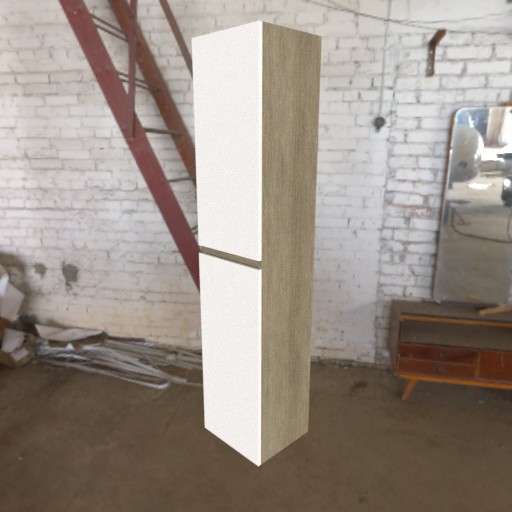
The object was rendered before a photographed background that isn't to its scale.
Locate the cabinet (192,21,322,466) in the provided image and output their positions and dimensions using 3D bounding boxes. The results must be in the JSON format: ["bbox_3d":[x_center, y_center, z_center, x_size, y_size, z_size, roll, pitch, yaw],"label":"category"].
[{"bbox_3d":[0.000,0.000,1.550,0.270,1.400,0.300,-14,20,-43],"label":"cabinet"}]
